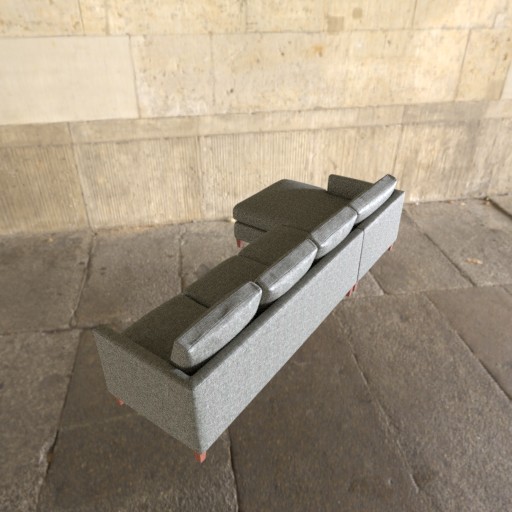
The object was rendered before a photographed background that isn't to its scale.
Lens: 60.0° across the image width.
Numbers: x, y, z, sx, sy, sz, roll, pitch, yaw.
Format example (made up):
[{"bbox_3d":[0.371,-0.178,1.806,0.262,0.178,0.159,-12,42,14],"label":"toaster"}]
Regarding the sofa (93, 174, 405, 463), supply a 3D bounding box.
[{"bbox_3d":[0.000,0.000,4.233,1.635,0.960,3.485,21,38,30],"label":"sofa"}]
